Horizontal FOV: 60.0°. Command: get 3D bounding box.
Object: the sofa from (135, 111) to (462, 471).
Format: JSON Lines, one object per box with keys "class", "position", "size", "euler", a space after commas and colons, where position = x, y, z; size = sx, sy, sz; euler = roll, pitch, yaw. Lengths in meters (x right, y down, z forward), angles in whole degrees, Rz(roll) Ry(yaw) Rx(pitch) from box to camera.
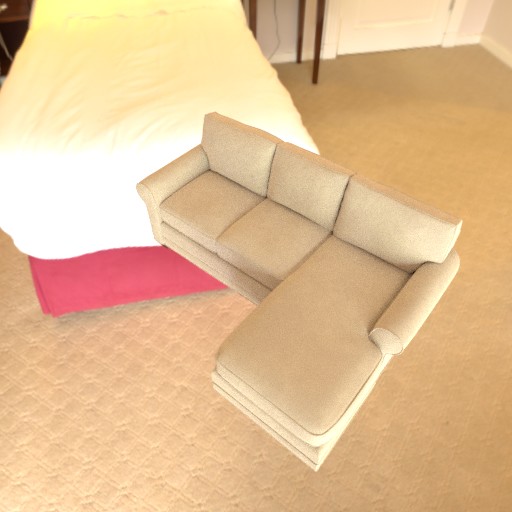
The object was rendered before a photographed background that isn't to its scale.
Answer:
{"class": "sofa", "position": [0.000, 0.000, 2.377], "size": [1.770, 0.734, 1.226], "euler": [31, 54, 26]}
